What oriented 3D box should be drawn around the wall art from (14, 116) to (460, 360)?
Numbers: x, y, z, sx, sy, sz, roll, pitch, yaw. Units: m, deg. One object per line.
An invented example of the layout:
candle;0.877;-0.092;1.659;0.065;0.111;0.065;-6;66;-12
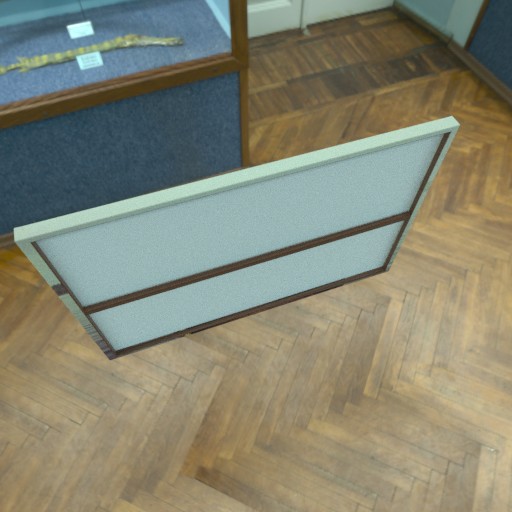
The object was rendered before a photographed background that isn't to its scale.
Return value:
wall art;0.000;0.000;1.415;1.149;0.765;0.040;-16;59;-10
